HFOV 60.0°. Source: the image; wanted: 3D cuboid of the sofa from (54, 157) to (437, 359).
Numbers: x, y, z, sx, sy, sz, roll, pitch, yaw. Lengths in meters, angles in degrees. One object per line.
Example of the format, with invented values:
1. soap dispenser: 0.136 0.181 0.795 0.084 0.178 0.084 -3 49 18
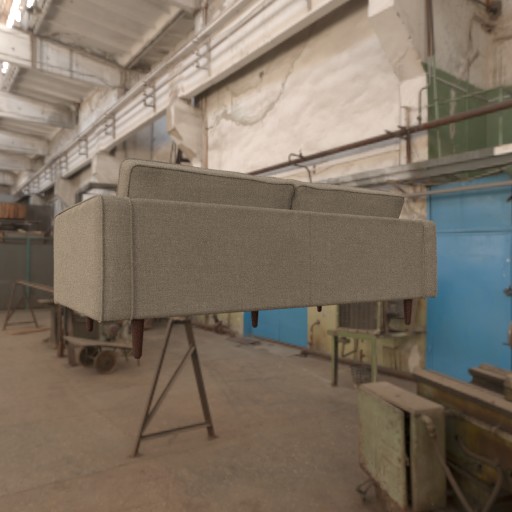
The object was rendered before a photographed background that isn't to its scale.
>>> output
1. sofa: 0.000 0.000 2.355 1.879 0.762 0.914 0 -1 -33
